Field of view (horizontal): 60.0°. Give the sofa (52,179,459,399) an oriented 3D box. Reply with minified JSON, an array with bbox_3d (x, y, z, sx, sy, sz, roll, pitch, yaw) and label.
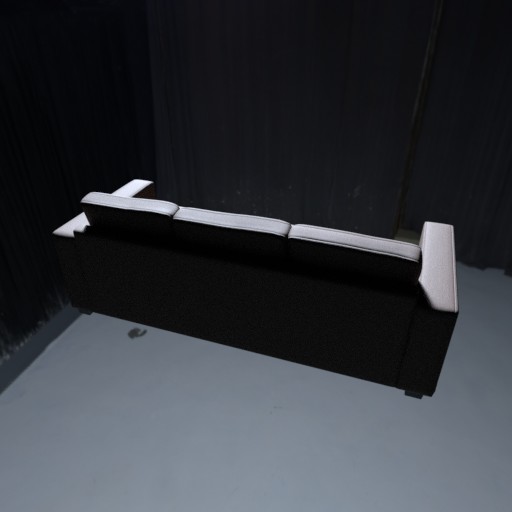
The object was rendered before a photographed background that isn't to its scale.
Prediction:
[{"bbox_3d":[0.000,0.000,2.643,2.160,0.806,0.900,10,33,16],"label":"sofa"}]
